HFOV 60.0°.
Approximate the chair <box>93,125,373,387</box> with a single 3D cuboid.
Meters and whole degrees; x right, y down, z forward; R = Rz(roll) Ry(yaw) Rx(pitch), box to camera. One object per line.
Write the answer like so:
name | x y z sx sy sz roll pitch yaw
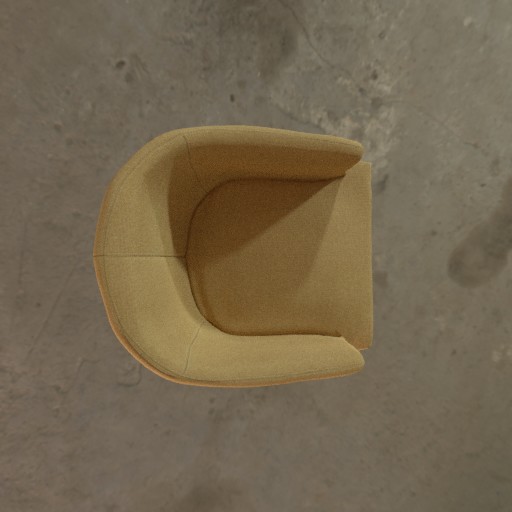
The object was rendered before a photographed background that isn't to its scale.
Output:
chair | 0.000 0.000 1.261 0.655 0.811 0.583 0 90 -2
